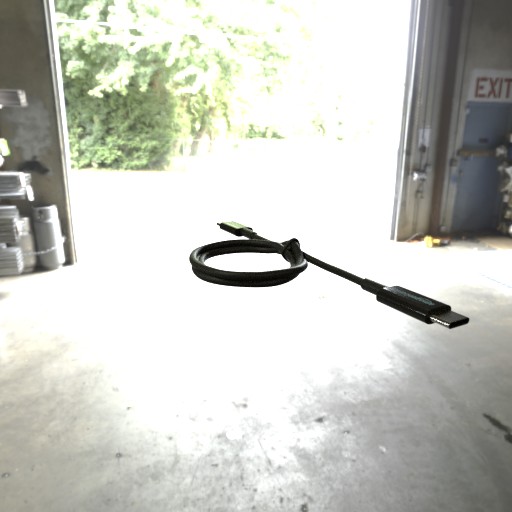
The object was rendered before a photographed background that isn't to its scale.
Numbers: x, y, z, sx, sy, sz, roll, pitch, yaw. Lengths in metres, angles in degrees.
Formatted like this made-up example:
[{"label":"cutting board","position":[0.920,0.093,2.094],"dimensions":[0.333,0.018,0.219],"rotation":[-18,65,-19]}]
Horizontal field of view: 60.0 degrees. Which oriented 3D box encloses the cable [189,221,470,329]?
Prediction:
[{"label":"cable","position":[0.000,0.000,0.230],"dimensions":[0.070,0.014,0.203],"rotation":[-8,18,-28]}]
